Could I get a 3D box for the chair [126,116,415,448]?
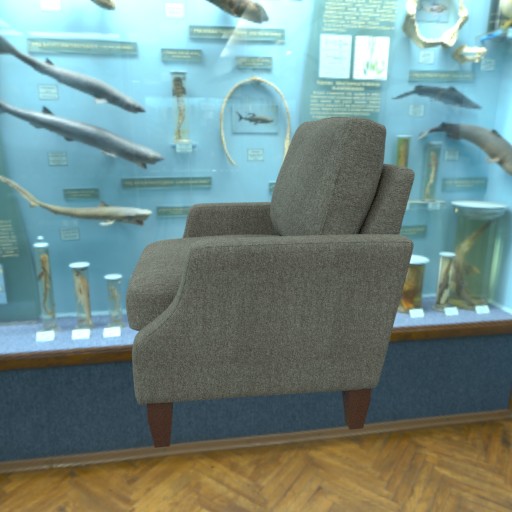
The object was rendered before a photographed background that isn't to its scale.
[{"bbox_3d":[0.000,0.000,1.669,0.897,0.993,0.855,-2,15,-8],"label":"chair"}]
